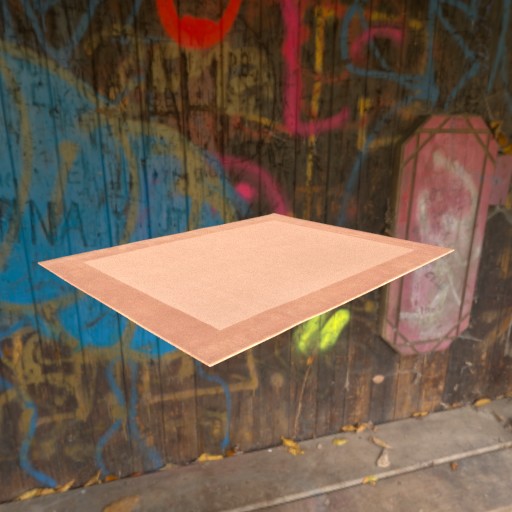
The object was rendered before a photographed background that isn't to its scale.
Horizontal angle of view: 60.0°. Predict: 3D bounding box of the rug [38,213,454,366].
[{"bbox_3d":[0.000,0.000,4.123,3.057,0.021,2.431,-16,23,-42],"label":"rug"}]
